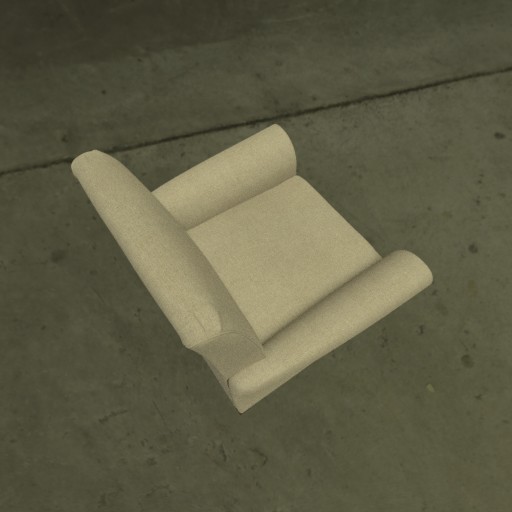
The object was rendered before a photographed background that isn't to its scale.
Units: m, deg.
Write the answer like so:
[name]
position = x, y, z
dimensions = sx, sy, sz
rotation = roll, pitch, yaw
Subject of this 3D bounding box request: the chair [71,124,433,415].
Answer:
[chair]
position = 0.000, 0.000, 1.729
dimensions = 0.905, 1.061, 0.978
rotation = -31, 63, -18
